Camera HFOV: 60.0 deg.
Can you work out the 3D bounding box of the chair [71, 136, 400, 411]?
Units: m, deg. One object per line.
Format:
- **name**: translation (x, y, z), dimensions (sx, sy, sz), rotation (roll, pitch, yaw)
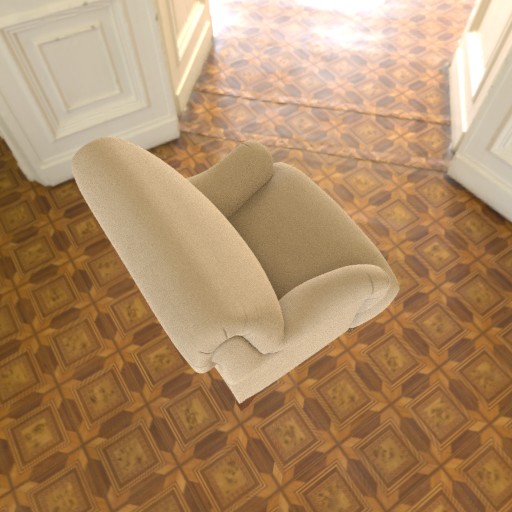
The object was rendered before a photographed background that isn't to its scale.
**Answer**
- **chair**: translation (0.000, 0.000, 1.585), dimensions (0.842, 0.942, 0.766), rotation (-30, 63, -17)
